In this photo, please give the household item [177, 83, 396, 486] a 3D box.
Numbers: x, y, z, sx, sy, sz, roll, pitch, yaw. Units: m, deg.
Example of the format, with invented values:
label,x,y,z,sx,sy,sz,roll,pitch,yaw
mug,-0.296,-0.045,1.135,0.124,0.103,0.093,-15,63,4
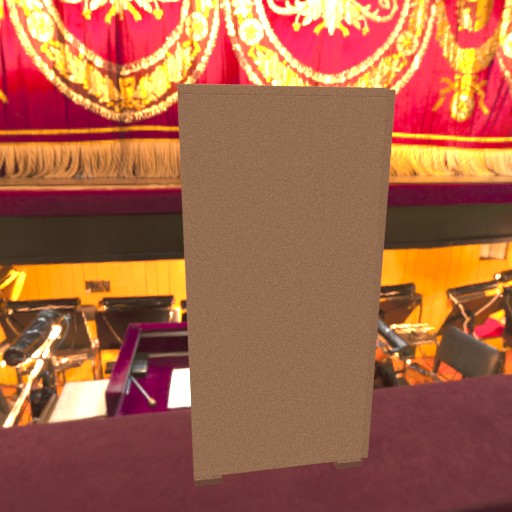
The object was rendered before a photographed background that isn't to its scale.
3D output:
label,x,y,z,sx,sy,sz,roll,pitch,yaw
household item,0.000,0.000,1.322,0.420,0.870,0.800,-2,15,-9
